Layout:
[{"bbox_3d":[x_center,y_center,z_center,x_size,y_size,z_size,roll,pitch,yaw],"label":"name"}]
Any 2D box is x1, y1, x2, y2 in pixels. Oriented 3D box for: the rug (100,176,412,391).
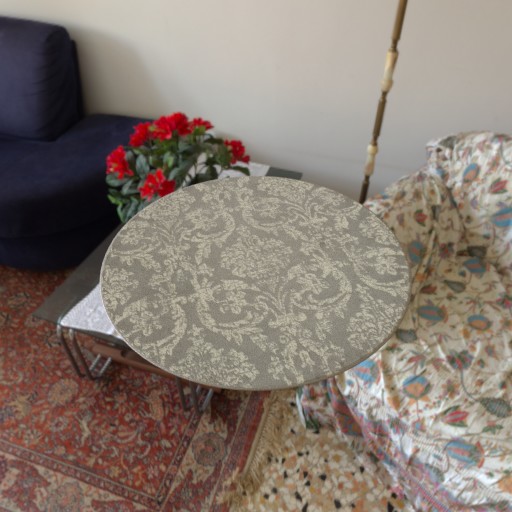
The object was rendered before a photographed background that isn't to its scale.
[{"bbox_3d":[0.000,0.000,2.338,1.593,0.012,1.593,0,42,0],"label":"rug"}]
